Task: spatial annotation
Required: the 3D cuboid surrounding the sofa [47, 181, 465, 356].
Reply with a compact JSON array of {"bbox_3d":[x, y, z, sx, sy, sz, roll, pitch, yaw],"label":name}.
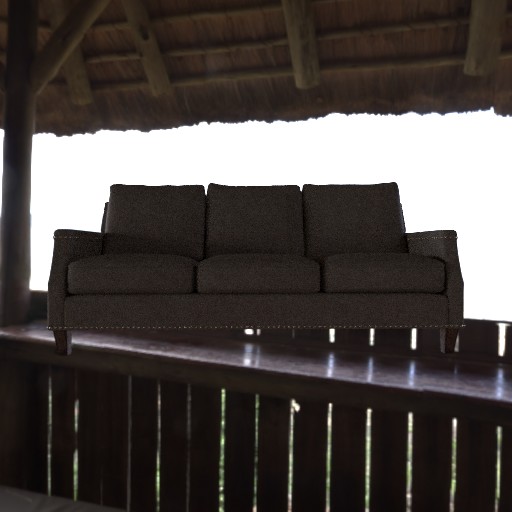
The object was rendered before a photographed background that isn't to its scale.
[{"bbox_3d":[0.000,0.000,2.823,2.226,1.042,1.034,0,1,-1],"label":"sofa"}]
